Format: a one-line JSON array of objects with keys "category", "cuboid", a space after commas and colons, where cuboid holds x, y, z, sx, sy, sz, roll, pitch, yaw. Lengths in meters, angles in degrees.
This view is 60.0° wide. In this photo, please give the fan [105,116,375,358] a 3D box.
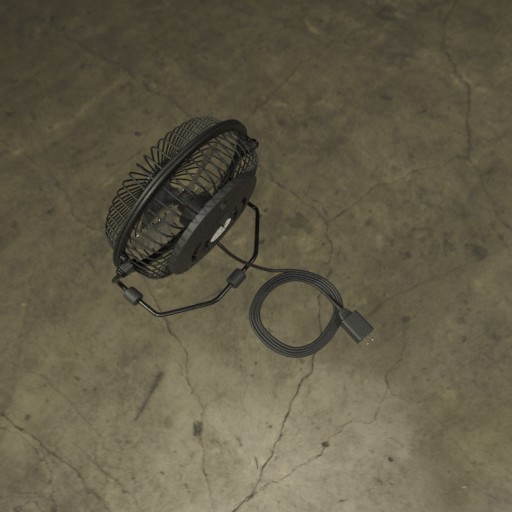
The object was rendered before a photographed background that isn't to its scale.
[{"category": "fan", "cuboid": [0.000, 0.000, 0.314, 0.202, 0.152, 0.153, 35, 68, 16]}]
